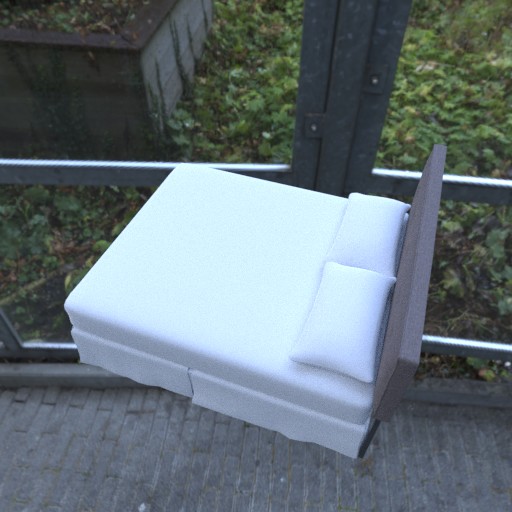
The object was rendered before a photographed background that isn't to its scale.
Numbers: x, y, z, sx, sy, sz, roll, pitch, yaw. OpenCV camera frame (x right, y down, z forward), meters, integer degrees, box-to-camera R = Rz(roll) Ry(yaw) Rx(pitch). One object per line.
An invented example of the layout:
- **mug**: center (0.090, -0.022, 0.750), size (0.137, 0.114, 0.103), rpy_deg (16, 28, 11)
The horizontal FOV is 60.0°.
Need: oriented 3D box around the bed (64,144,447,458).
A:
- **bed**: center (0.000, 0.000, 2.774), size (1.894, 1.089, 1.610), rpy_deg (15, 49, 14)
